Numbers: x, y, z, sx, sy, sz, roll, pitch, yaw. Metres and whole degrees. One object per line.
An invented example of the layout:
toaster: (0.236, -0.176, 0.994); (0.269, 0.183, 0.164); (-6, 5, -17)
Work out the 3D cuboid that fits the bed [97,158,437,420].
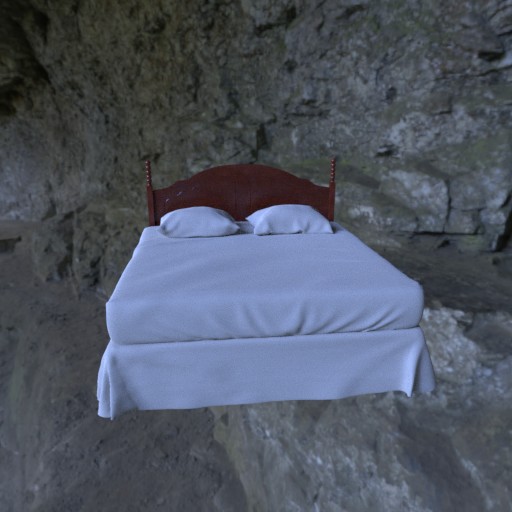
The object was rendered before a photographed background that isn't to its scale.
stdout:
bed: (0.000, 0.000, 3.608); (2.322, 1.355, 2.219); (-2, 17, -6)
